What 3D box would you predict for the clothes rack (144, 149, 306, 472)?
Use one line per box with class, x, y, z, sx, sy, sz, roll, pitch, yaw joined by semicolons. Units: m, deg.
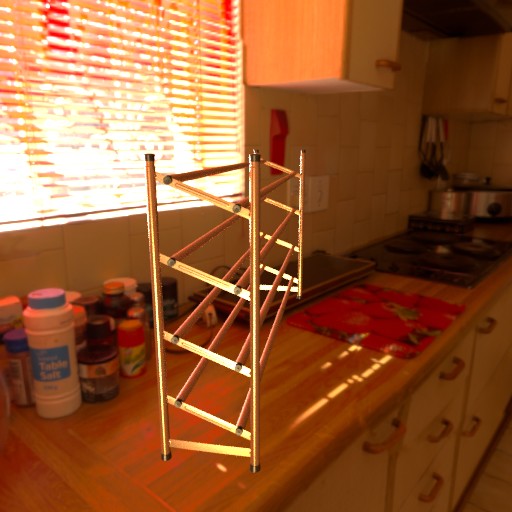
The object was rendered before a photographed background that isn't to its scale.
clothes rack;0.000;0.000;1.453;0.229;0.672;1.168;3;14;10
